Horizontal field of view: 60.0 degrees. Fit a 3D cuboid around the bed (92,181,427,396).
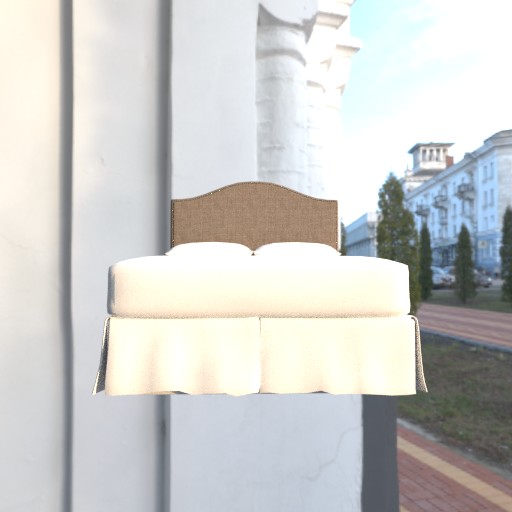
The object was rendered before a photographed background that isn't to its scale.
[{"bbox_3d":[0.000,0.000,3.307,1.713,1.518,2.153,0,-2,-2],"label":"bed"}]
